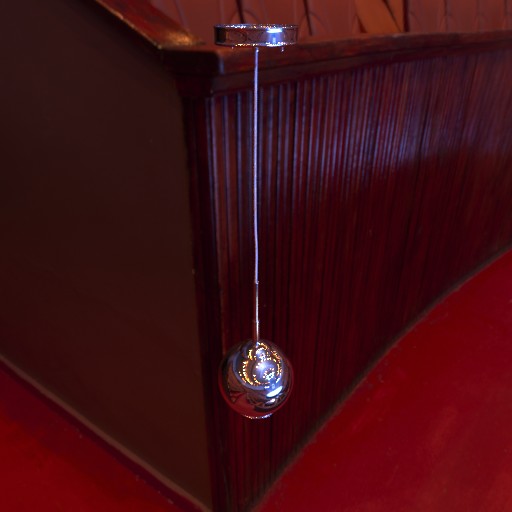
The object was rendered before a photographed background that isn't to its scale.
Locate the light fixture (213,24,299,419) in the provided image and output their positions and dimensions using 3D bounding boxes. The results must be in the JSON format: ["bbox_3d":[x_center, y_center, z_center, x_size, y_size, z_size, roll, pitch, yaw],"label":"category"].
[{"bbox_3d":[0.000,0.000,1.667,0.336,1.538,0.336,18,34,29],"label":"light fixture"}]
